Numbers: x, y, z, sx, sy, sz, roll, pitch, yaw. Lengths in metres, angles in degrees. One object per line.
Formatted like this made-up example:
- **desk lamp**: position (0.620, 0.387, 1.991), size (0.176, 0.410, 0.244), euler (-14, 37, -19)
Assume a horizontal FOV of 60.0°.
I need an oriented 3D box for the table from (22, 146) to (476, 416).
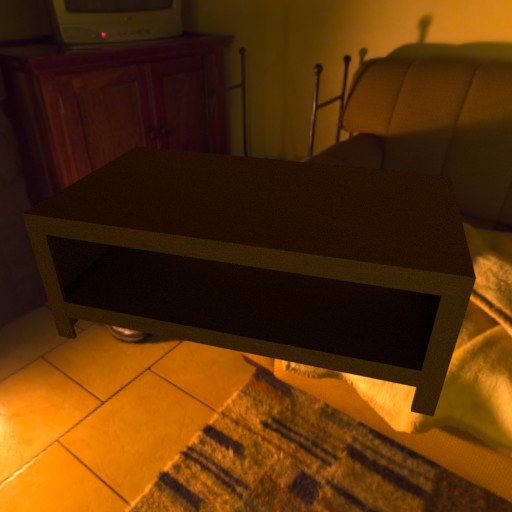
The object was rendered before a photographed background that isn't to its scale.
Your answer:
- **table**: position (0.000, 0.000, 1.382), size (1.099, 0.424, 0.597), euler (8, 32, 14)
